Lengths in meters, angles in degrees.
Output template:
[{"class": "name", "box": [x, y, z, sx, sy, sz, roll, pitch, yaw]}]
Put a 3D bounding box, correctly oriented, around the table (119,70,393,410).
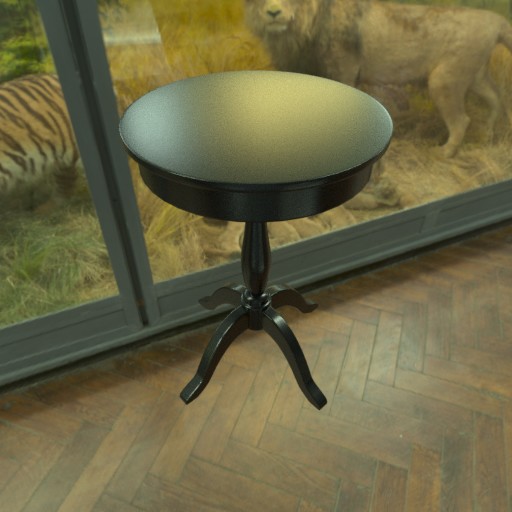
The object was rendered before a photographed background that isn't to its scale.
[{"class": "table", "box": [0.000, 0.000, 1.004, 0.481, 0.665, 0.481, 0, 40, 0]}]
